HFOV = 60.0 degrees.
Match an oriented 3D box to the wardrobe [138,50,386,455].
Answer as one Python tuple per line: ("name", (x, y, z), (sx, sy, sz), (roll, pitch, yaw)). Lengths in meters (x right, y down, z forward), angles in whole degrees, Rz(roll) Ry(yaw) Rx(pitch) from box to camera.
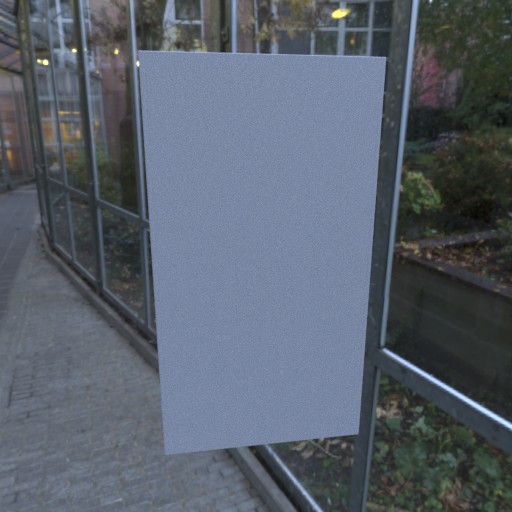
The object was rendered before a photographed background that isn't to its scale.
("wardrobe", (0.000, 0.000, 2.260), (0.991, 1.808, 0.577), (-2, 16, -9))
